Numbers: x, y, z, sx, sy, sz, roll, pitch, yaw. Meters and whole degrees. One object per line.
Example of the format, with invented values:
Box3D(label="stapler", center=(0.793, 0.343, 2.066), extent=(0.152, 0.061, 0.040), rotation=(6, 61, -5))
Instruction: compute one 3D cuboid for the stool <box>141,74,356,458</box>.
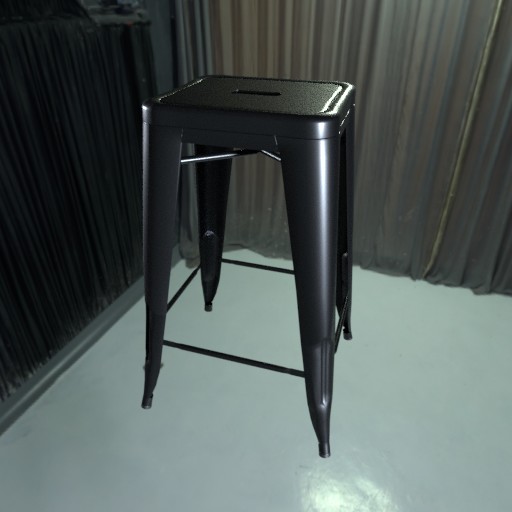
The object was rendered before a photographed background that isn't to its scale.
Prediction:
Box3D(label="stool", center=(0.000, 0.000, 0.857), extent=(0.399, 0.609, 0.359), rotation=(9, 33, 14))
